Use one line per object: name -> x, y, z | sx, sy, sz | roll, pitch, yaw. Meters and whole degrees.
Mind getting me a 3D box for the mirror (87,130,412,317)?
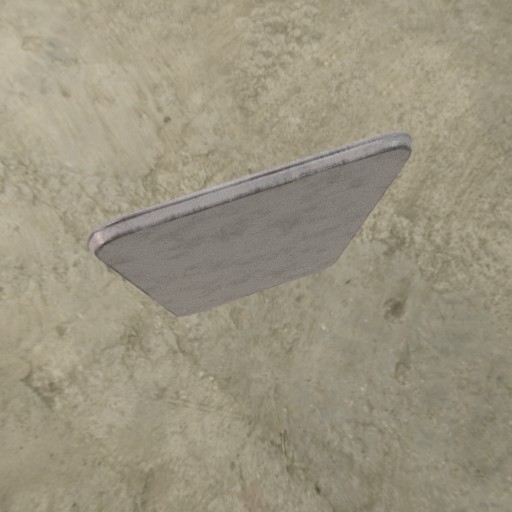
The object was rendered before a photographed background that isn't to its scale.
mirror -> 0.000, 0.000, 0.889 | 0.461, 0.713, 0.024 | -18, 76, -5
